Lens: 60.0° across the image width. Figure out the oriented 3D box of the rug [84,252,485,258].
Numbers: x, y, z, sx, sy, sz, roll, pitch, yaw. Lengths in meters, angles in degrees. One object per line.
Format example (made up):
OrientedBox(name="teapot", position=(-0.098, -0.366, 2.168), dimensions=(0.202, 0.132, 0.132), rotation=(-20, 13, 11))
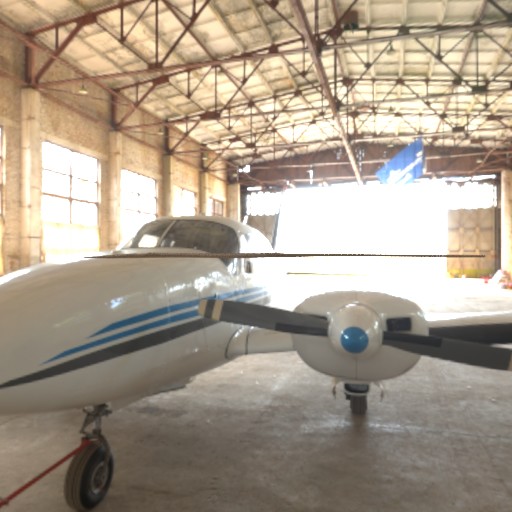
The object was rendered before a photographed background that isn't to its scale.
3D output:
OrientedBox(name="rug", position=(0.000, 0.000, 3.748), dimensions=(2.032, 0.038, 2.869), rotation=(0, -1, -37))
